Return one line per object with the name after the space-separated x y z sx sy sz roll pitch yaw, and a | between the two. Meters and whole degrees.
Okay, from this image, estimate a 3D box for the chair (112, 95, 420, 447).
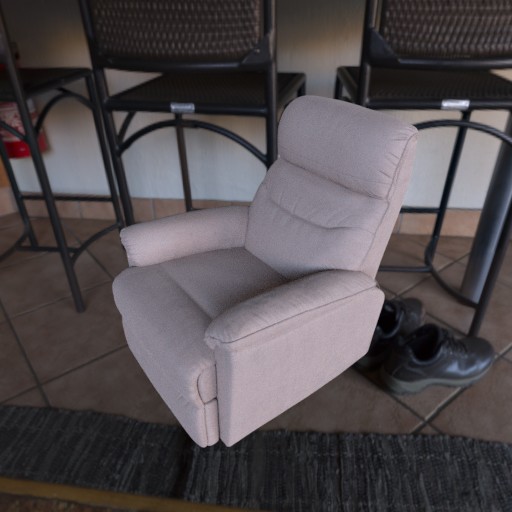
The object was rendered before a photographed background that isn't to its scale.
0.000 0.000 1.715 1.004 1.037 0.820 -21 37 -30 | chair
